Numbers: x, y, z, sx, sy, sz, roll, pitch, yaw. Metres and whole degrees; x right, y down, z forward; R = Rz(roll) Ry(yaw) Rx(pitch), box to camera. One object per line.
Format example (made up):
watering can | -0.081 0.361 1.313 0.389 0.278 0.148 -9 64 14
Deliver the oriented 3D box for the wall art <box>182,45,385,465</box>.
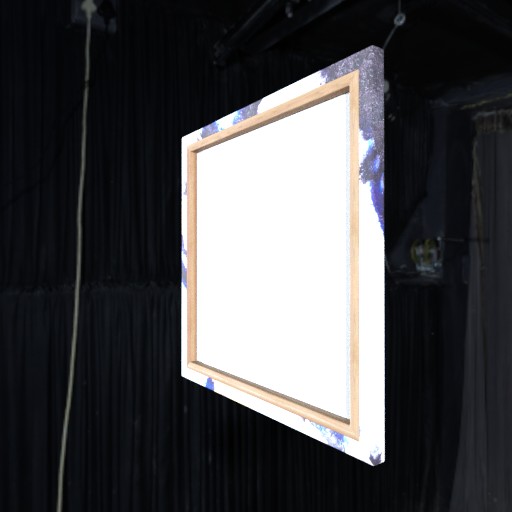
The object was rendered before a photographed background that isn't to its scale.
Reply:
wall art | 0.000 0.000 1.298 0.038 0.885 0.887 0 0 -36
